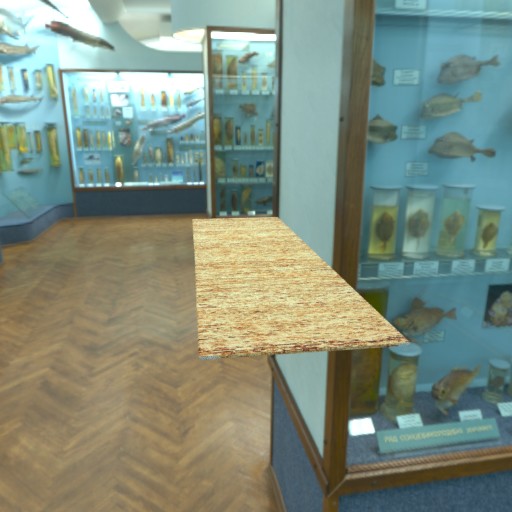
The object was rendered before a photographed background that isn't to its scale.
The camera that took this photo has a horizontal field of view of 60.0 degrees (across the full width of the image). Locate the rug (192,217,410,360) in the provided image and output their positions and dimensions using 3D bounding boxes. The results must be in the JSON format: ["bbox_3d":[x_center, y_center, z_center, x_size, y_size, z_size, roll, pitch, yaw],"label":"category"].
[{"bbox_3d":[0.000,0.000,2.438,0.680,0.014,2.237,-2,16,-8],"label":"rug"}]
